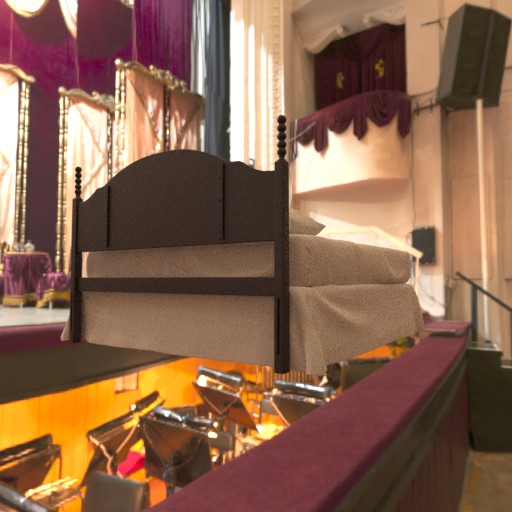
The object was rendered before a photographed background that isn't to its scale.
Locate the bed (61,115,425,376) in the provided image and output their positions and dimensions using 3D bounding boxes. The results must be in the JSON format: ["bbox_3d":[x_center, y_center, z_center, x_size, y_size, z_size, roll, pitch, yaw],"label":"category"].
[{"bbox_3d":[0.000,0.000,3.730,2.322,1.355,2.219,-2,-4,36],"label":"bed"}]
